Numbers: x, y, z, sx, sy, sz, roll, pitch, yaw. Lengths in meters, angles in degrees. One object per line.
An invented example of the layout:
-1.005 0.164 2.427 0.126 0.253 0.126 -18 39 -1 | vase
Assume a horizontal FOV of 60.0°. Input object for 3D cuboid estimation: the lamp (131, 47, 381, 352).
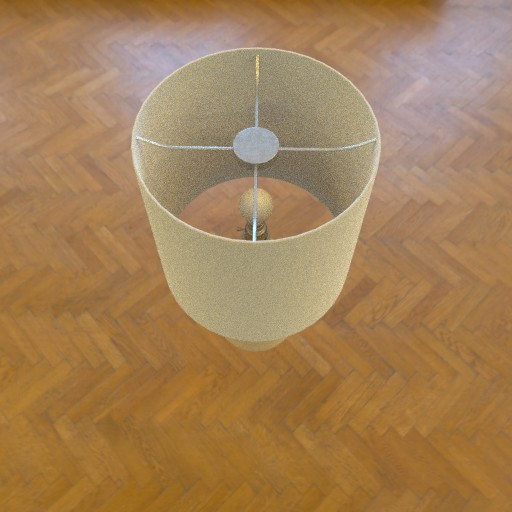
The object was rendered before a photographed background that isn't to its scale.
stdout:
0.000 0.000 0.458 0.186 0.369 0.186 0 64 0 | lamp
